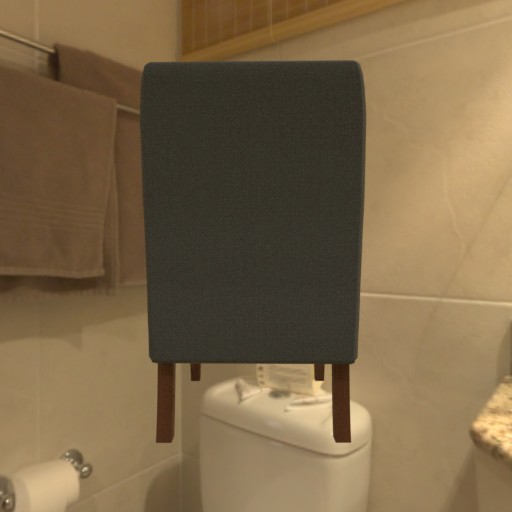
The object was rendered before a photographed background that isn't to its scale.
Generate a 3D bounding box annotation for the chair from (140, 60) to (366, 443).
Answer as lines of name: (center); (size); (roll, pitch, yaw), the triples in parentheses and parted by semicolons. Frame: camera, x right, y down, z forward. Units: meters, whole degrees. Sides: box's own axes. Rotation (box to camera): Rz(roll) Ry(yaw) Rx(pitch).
chair: (0.000, 0.000, 1.190); (0.513, 0.804, 0.592); (0, 1, 0)
